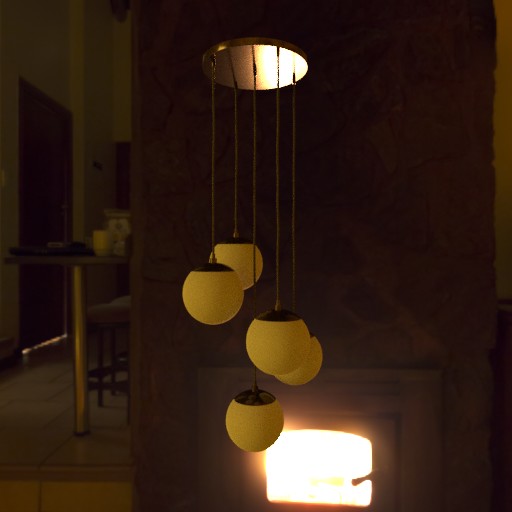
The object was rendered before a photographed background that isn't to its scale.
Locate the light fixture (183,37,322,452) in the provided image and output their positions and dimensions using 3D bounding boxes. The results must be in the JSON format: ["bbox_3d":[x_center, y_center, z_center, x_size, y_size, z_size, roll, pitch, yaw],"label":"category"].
[{"bbox_3d":[0.000,0.000,1.455,0.484,1.271,0.489,0,0,-17],"label":"light fixture"}]
